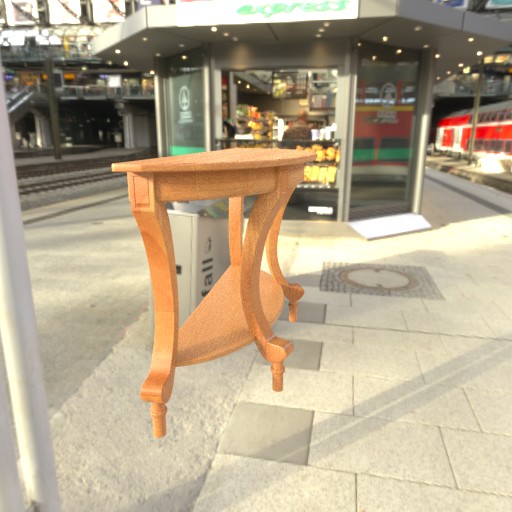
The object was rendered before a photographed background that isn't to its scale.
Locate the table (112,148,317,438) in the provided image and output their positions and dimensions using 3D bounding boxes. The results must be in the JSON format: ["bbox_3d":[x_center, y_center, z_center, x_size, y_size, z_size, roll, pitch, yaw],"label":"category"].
[{"bbox_3d":[0.000,0.000,1.533,0.394,0.692,1.198,3,15,9],"label":"table"}]
